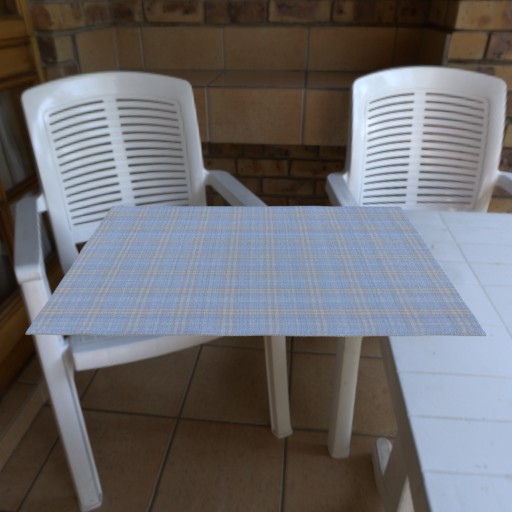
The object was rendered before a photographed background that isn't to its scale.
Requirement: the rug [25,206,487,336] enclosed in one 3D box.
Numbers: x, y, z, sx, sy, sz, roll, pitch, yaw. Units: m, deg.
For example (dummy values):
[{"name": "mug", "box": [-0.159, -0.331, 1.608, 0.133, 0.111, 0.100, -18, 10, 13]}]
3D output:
[{"name": "rug", "box": [0.000, 0.000, 2.278, 1.835, 0.012, 1.231, 0, 31, 0]}]
